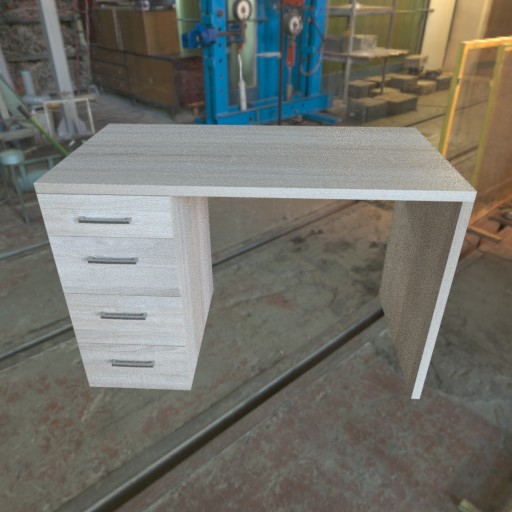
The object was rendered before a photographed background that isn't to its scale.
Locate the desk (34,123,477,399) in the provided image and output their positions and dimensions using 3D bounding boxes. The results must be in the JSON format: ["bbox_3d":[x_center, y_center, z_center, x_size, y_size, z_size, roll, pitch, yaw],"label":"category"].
[{"bbox_3d":[0.000,0.000,1.522,1.100,0.731,0.600,1,31,2],"label":"desk"}]
